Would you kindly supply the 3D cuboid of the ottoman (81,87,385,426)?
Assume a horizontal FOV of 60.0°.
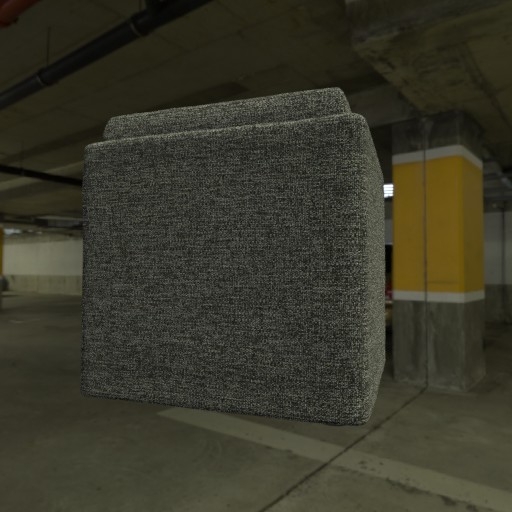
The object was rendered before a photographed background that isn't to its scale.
[{"bbox_3d":[0.000,0.000,0.834,0.450,0.463,0.450,-1,-2,19],"label":"ottoman"}]
